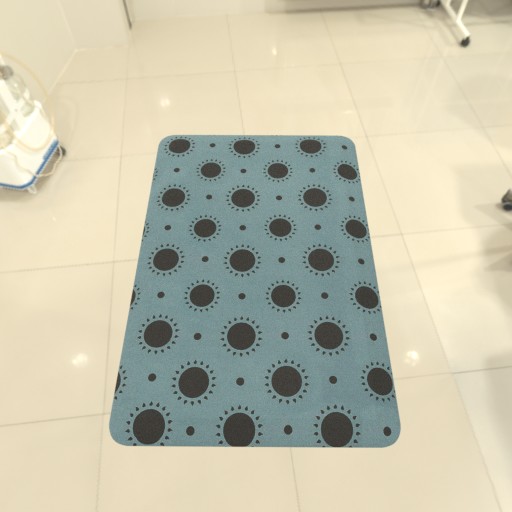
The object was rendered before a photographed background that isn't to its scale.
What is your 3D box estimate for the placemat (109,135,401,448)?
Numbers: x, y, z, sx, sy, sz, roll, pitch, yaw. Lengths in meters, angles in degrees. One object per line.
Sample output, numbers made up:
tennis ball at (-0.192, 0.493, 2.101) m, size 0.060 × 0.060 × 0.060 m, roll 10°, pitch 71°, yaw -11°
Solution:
placemat at (0.000, 0.000, 0.952) m, size 0.508 × 0.021 × 0.762 m, roll 0°, pitch 57°, yaw 0°
